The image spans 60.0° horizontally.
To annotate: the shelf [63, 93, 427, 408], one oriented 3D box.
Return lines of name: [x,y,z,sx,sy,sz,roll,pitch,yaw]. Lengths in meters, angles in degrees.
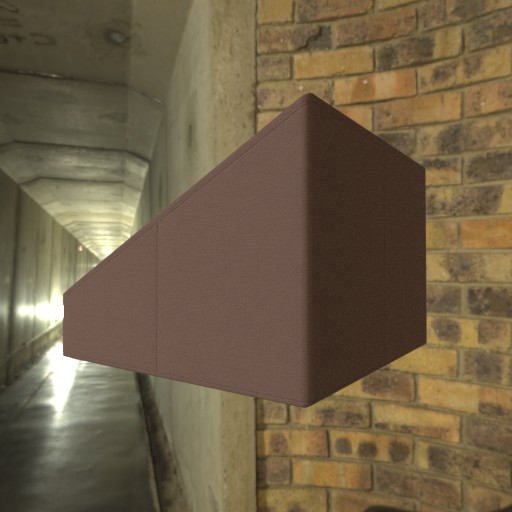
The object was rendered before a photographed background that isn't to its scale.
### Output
shelf: [0.000,0.000,0.492,0.292,0.210,0.292,-1,-1,35]
